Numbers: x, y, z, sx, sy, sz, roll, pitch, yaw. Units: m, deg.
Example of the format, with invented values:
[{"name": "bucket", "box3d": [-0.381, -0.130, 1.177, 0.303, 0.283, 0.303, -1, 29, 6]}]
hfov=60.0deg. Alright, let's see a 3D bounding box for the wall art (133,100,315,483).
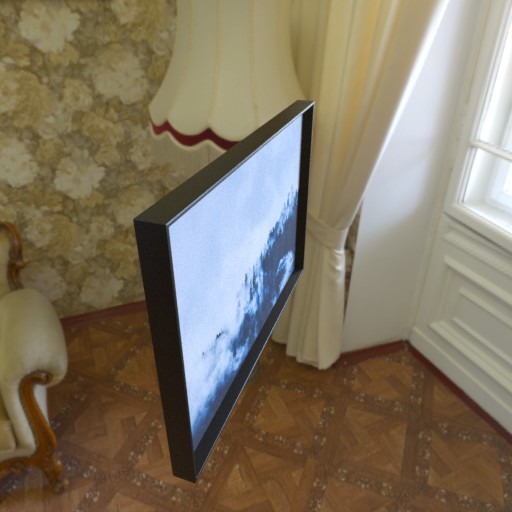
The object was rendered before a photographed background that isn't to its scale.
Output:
[{"name": "wall art", "box3d": [0.000, 0.000, 1.207, 0.058, 0.640, 0.939, 10, 32, 17]}]
